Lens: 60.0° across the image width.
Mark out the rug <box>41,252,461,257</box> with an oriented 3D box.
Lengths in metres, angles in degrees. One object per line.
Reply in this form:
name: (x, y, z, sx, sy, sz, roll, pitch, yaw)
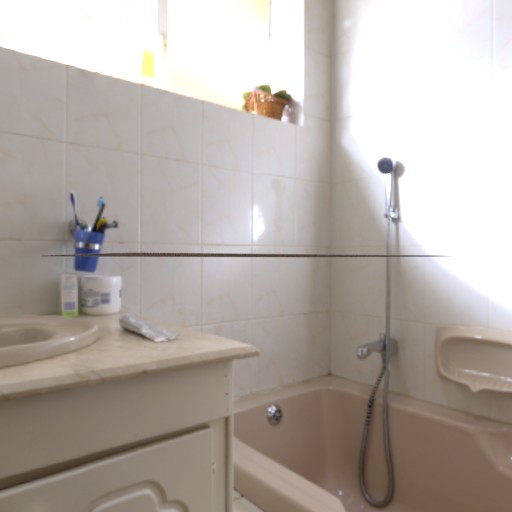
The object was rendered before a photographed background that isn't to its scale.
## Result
rug: (0.000, 0.000, 2.304, 1.818, 0.005, 1.217, 0, -1, -37)
